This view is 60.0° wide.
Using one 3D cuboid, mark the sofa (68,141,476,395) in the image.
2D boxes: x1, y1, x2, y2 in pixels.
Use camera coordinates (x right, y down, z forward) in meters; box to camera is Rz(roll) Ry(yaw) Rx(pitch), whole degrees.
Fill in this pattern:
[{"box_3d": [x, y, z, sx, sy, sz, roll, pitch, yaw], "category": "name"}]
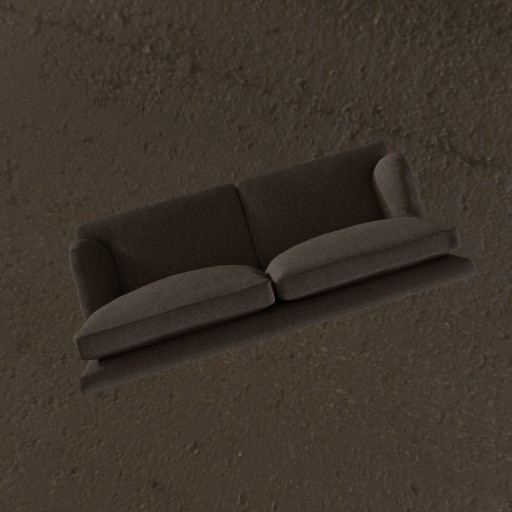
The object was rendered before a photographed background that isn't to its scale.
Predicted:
[{"box_3d": [0.000, 0.000, 2.788, 2.160, 1.054, 1.087, -16, 76, -4], "category": "sofa"}]
